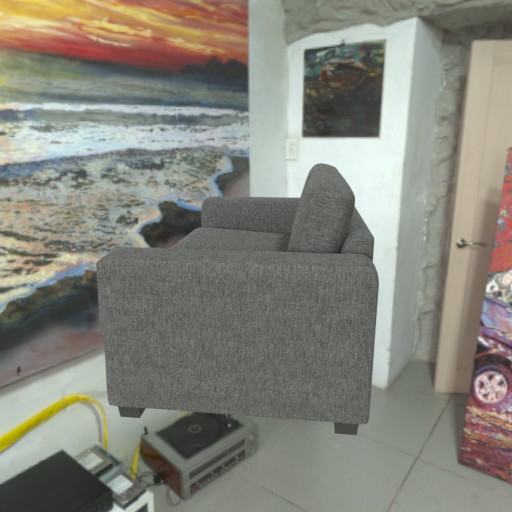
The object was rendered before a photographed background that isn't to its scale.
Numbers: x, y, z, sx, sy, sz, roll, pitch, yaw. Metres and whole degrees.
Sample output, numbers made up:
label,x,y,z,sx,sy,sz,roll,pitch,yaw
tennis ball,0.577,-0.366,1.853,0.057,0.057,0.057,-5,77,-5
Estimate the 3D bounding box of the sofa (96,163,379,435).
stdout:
label,x,y,z,sx,sy,sz,roll,pitch,yaw
sofa,0.000,0.000,2.059,0.900,0.800,1.520,2,15,7
